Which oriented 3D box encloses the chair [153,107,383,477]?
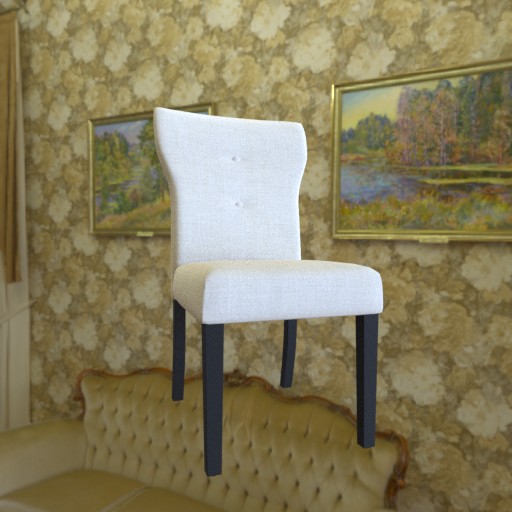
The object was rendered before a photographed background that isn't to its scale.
[{"bbox_3d":[0.000,0.000,1.250,0.509,0.921,0.597,-1,2,-20],"label":"chair"}]
